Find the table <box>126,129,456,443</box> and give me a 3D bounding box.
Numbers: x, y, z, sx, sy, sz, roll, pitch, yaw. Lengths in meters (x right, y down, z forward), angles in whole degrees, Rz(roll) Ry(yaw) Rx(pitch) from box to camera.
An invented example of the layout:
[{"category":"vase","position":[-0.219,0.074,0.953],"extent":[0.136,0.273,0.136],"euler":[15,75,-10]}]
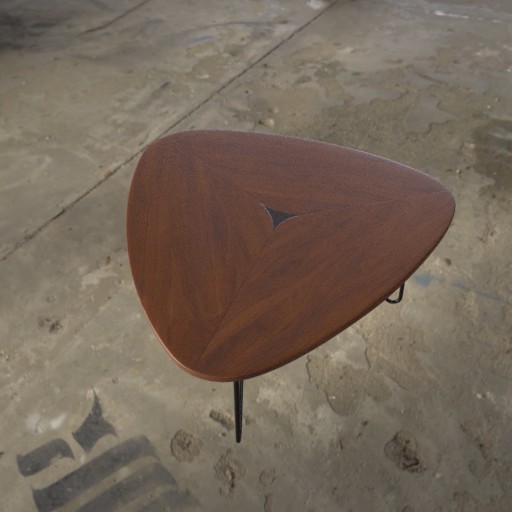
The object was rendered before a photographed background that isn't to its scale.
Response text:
[{"category":"table","position":[0.000,0.000,1.265],"extent":[0.833,0.413,0.821],"euler":[-32,54,-28]}]
